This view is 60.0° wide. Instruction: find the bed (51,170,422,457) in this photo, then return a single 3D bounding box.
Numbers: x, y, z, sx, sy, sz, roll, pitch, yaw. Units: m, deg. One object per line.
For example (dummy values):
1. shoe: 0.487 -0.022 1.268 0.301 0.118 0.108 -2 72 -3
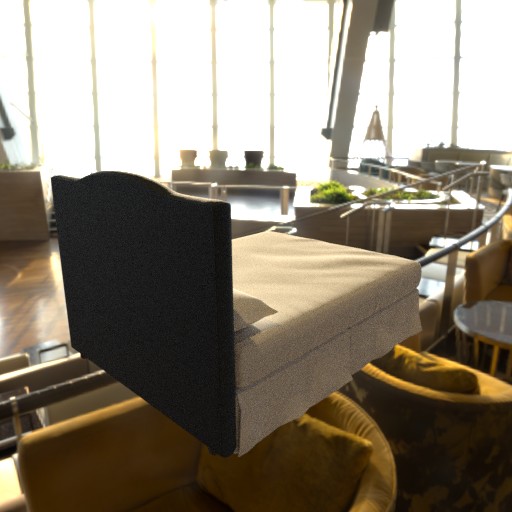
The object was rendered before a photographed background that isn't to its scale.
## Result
1. bed: 0.000 0.000 3.411 1.821 1.436 2.282 15 22 42
